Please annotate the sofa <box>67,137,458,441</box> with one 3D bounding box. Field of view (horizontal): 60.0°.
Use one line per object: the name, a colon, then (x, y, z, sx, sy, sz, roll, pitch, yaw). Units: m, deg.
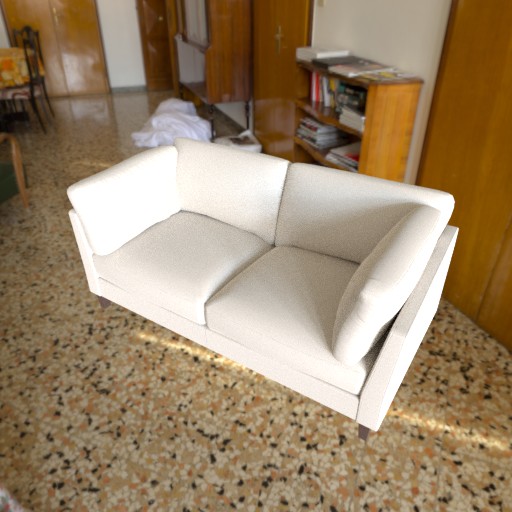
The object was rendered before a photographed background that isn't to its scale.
sofa: (0.000, 0.000, 2.312, 1.776, 0.836, 0.970, 19, 36, 28)
